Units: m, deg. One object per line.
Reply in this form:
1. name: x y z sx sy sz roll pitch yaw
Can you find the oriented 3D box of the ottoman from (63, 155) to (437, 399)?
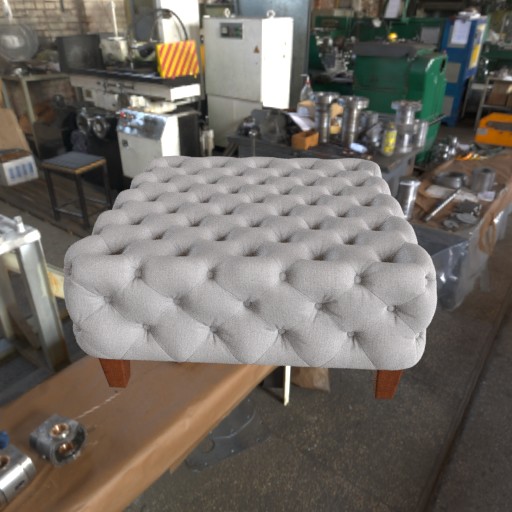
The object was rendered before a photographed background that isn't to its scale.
1. ottoman: 0.000 0.000 1.219 0.758 0.365 0.764 2 29 3
